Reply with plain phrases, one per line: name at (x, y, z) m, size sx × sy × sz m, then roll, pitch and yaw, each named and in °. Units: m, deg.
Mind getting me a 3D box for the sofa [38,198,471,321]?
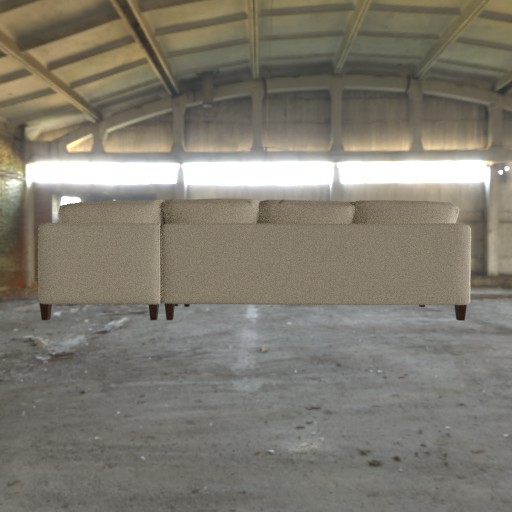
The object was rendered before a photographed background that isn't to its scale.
sofa at (0.000, 0.000, 4.582) m, size 3.302 × 0.947 × 2.593 m, roll 0°, pitch 1°, yaw 0°
